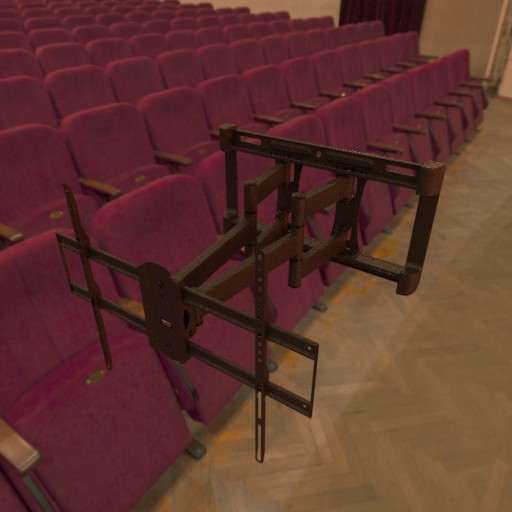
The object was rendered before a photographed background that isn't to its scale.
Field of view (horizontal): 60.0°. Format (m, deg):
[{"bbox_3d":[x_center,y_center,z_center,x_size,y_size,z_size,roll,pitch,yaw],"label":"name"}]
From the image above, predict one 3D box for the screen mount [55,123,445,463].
[{"bbox_3d":[0.000,0.000,1.089,0.661,0.491,0.644,19,36,29],"label":"screen mount"}]
